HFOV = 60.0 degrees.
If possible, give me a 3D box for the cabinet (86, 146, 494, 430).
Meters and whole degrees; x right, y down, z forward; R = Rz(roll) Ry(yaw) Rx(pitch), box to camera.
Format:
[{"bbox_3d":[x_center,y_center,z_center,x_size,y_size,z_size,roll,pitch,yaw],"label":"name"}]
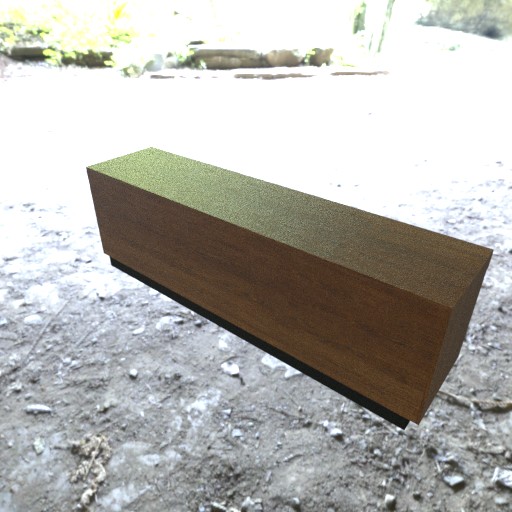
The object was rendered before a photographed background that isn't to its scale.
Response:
[{"bbox_3d":[0.000,0.000,1.807,1.600,0.510,0.419,23,38,32],"label":"cabinet"}]
